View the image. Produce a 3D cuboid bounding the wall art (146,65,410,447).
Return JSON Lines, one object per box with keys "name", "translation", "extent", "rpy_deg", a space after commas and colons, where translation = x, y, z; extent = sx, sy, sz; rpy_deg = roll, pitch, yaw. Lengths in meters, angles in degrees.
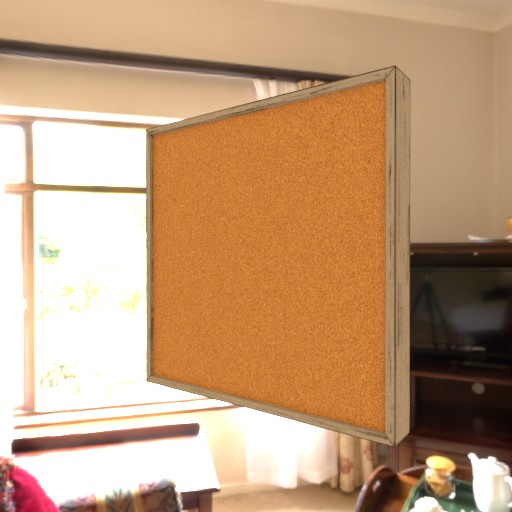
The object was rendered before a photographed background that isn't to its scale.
{"name": "wall art", "translation": [0.000, 0.000, 0.457], "extent": [0.303, 0.303, 0.036], "rpy_deg": [0, 0, 37]}
